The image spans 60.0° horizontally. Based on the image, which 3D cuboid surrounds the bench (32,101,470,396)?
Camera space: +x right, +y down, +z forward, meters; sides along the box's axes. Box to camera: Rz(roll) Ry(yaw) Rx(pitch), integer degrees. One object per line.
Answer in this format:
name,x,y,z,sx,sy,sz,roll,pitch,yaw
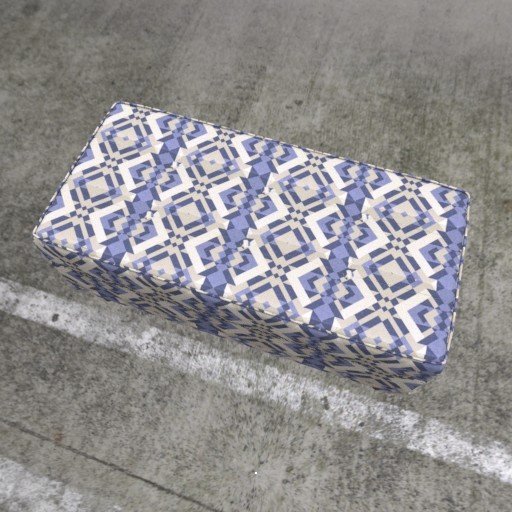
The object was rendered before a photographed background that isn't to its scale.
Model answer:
bench,0.000,0.000,1.294,1.016,0.477,0.492,17,65,8
